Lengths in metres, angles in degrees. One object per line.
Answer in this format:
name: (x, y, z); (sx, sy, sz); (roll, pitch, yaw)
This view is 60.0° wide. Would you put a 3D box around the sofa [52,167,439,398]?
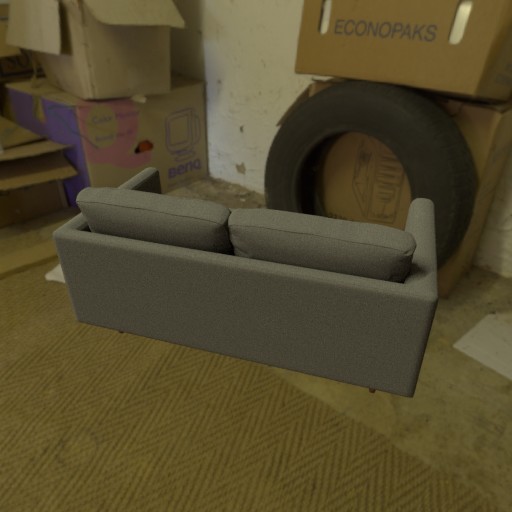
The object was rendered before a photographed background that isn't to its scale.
sofa: (0.000, 0.000, 2.329); (1.713, 0.866, 0.940); (10, 33, 15)
